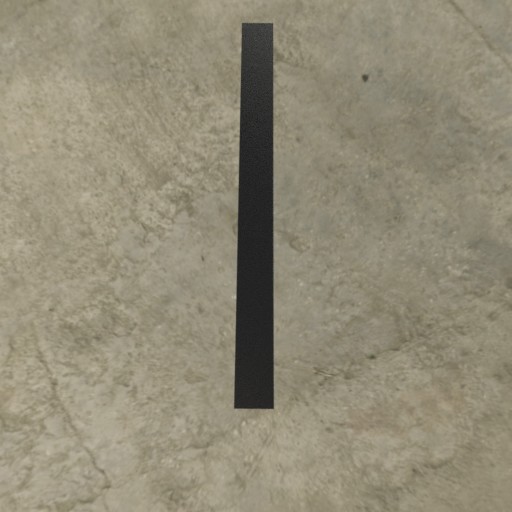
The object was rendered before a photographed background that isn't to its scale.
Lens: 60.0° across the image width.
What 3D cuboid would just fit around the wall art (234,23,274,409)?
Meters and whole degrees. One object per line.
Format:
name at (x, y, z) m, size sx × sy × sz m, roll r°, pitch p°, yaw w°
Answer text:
wall art at (0.000, 0.000, 0.534) m, size 0.028 × 0.380 × 0.325 m, roll 0°, pitch 75°, yaw 0°
